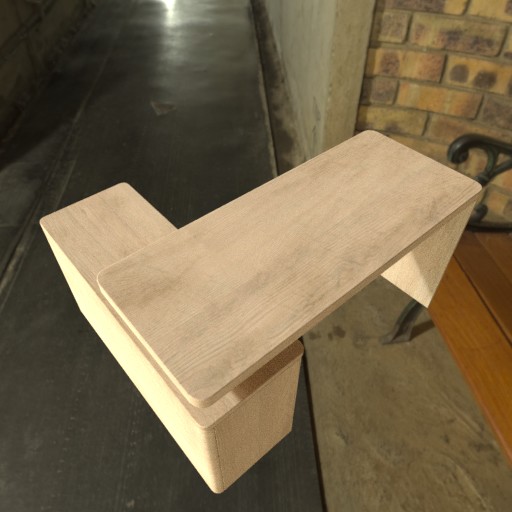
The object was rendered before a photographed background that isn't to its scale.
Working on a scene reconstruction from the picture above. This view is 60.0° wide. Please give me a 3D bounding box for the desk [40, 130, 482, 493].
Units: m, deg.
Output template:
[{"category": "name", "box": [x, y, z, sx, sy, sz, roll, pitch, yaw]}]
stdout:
[{"category": "desk", "box": [0.000, 0.000, 2.021, 1.400, 0.770, 1.175, -32, 54, -27]}]
